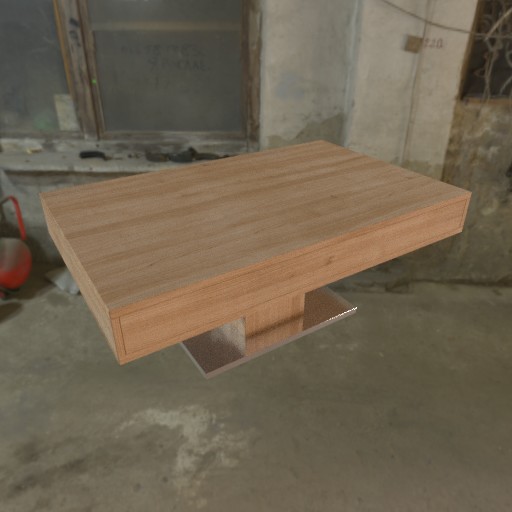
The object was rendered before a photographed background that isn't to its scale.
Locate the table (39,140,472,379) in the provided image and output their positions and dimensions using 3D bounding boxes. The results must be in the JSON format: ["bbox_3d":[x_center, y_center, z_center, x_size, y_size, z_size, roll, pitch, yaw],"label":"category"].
[{"bbox_3d":[0.000,0.000,1.443,1.100,0.440,0.700,-18,34,-28],"label":"table"}]
